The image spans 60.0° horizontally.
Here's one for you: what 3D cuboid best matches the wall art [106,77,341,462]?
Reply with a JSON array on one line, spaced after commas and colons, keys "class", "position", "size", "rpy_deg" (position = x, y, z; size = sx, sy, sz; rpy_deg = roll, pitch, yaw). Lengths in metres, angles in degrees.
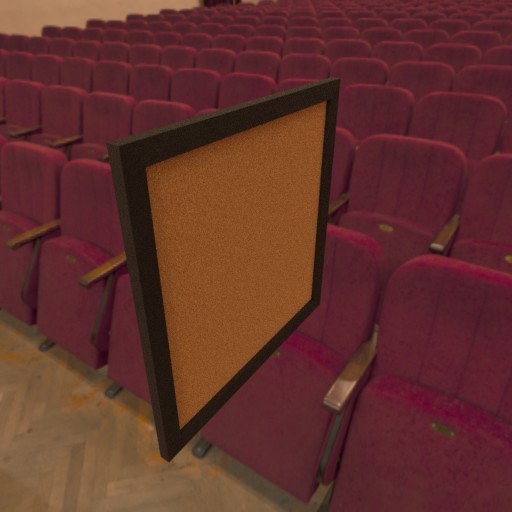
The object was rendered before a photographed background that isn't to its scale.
[{"class": "wall art", "position": [0.000, 0.000, 1.513], "size": [0.038, 1.016, 1.016], "rpy_deg": [20, 36, 30]}]
